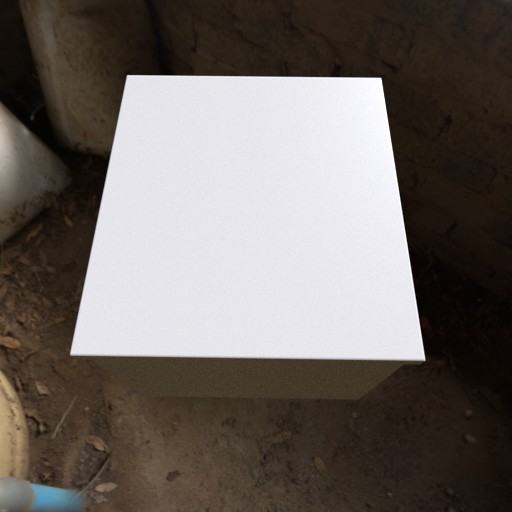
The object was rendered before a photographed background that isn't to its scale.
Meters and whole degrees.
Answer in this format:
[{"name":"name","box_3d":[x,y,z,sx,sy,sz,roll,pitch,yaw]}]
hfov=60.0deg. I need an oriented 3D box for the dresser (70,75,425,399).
[{"name":"dresser","box_3d":[0.000,0.000,0.738,0.400,0.360,0.430,1,63,0]}]
